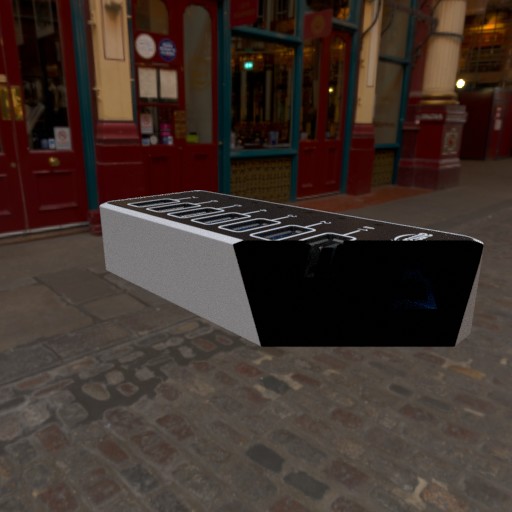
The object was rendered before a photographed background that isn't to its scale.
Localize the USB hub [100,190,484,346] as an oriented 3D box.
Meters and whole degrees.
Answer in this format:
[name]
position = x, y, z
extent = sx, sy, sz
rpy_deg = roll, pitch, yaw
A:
[USB hub]
position = 0.000, 0.000, 0.128
extent = 0.044, 0.023, 0.110
rpy_deg = -16, 23, -42
